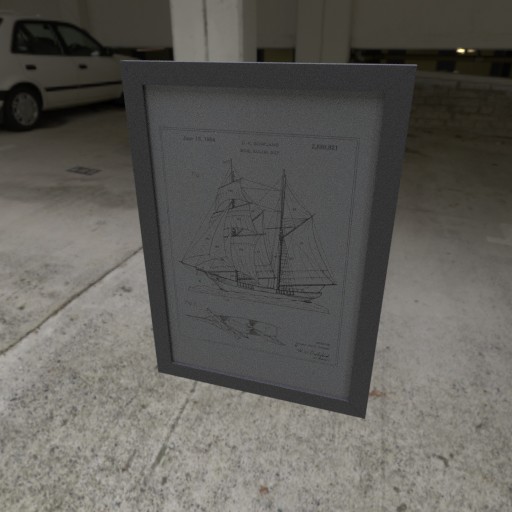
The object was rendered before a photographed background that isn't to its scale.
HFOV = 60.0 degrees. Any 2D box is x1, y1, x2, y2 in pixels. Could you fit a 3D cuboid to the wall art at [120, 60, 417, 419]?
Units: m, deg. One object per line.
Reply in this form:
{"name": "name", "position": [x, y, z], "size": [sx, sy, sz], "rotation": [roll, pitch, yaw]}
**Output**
{"name": "wall art", "position": [0.000, 0.000, 0.666], "size": [0.380, 0.534, 0.013], "rotation": [8, 27, 16]}
